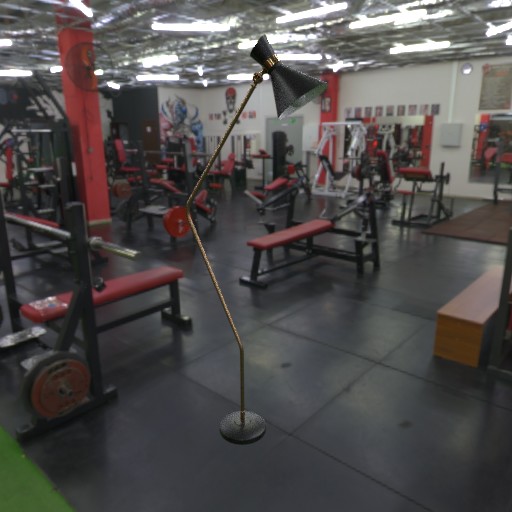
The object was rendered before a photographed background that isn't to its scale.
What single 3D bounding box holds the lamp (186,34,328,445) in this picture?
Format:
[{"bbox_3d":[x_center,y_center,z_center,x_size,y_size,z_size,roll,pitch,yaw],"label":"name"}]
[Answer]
[{"bbox_3d":[0.000,0.000,1.597,0.467,1.438,0.277,15,21,42],"label":"lamp"}]
